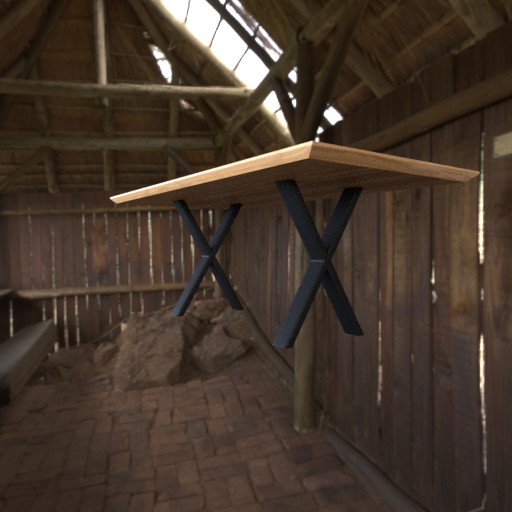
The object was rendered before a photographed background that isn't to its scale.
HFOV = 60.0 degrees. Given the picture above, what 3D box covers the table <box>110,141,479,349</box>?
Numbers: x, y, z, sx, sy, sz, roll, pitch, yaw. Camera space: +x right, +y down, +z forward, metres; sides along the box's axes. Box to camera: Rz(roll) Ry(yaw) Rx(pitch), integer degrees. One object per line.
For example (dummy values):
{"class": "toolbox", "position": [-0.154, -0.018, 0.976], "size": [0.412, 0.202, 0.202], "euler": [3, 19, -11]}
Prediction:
{"class": "table", "position": [0.000, 0.000, 2.491], "size": [1.000, 0.770, 2.000], "euler": [-1, 2, -36]}
